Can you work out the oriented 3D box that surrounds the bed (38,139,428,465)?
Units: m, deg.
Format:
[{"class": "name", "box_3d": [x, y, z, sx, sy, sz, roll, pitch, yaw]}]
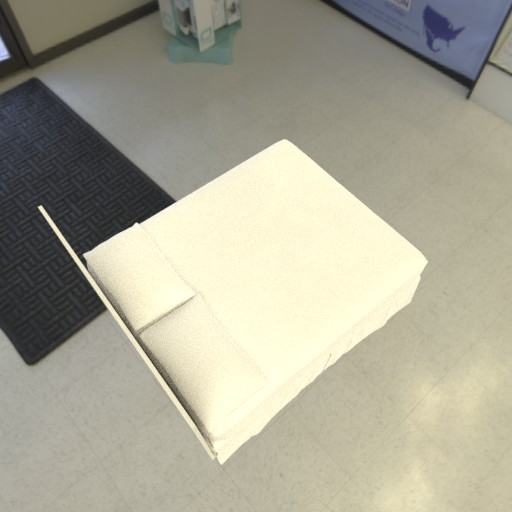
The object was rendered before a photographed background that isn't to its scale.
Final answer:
[{"class": "bed", "box_3d": [0.000, 0.000, 3.232, 2.094, 1.335, 1.745, -35, 65, -19]}]
